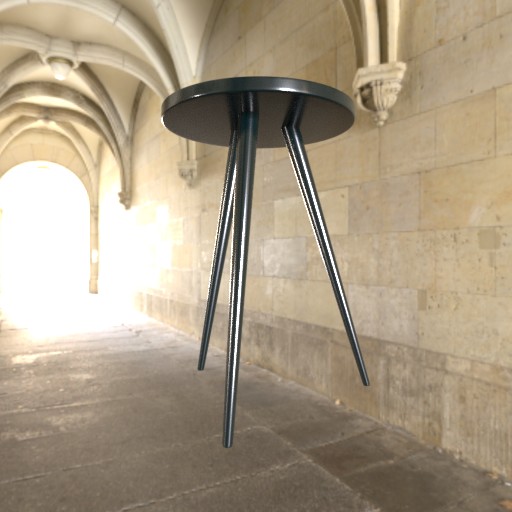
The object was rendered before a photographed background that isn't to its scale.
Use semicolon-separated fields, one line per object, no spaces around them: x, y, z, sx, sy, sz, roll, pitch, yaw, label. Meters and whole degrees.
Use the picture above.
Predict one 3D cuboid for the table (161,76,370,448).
0.000;0.000;0.836;0.403;0.548;0.415;0;0;17;table
